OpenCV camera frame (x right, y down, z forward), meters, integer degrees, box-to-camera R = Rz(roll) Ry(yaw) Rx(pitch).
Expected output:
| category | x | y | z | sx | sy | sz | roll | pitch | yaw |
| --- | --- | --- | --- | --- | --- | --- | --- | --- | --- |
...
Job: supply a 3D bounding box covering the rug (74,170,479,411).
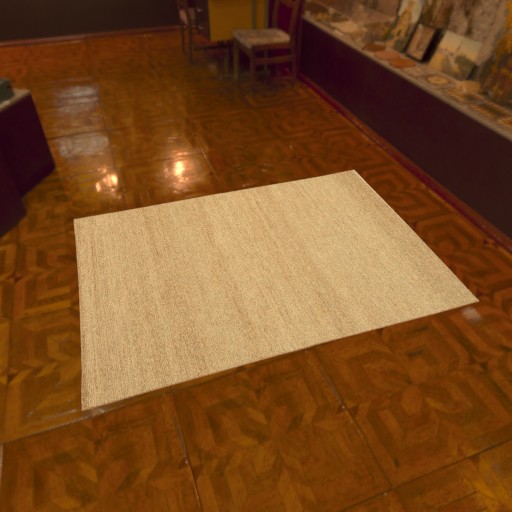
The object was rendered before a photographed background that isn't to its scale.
| category | x | y | z | sx | sy | sz | roll | pitch | yaw |
| --- | --- | --- | --- | --- | --- | --- | --- | --- | --- |
| rug | 0.000 | 0.000 | 2.932 | 2.283 | 0.030 | 1.596 | -12 | 43 | -13 |
